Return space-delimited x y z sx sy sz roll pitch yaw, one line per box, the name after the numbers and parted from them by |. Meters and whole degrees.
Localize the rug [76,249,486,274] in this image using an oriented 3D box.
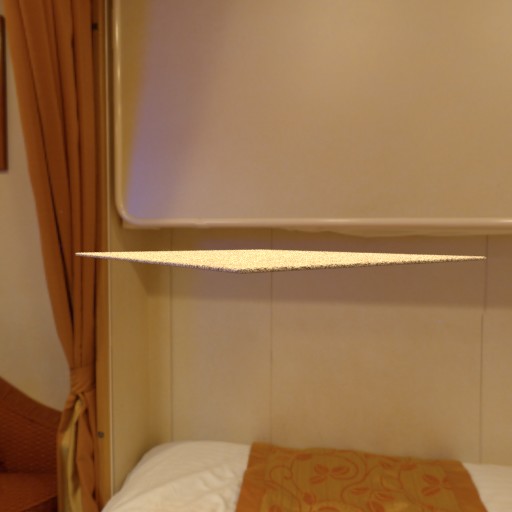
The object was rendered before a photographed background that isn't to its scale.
0.000 0.000 4.101 2.438 0.029 3.047 -2 3 -36 | rug
